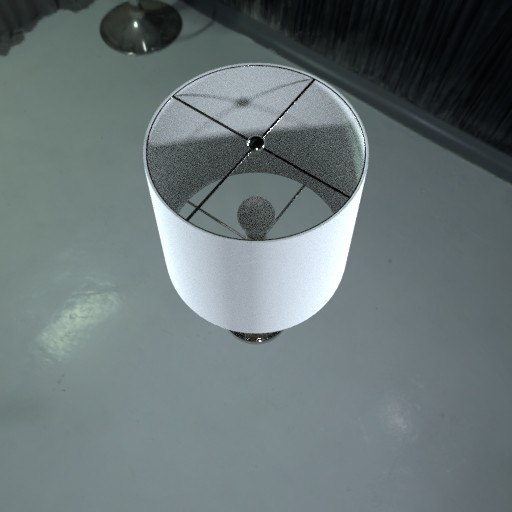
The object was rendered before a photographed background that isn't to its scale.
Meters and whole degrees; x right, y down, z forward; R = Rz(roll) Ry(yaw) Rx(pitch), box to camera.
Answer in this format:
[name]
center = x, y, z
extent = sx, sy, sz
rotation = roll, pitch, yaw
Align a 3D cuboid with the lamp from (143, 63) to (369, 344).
[lamp]
center = 0.000, 0.000, 0.784
extent = 0.303, 0.618, 0.303
rotation = 0, 65, 0
